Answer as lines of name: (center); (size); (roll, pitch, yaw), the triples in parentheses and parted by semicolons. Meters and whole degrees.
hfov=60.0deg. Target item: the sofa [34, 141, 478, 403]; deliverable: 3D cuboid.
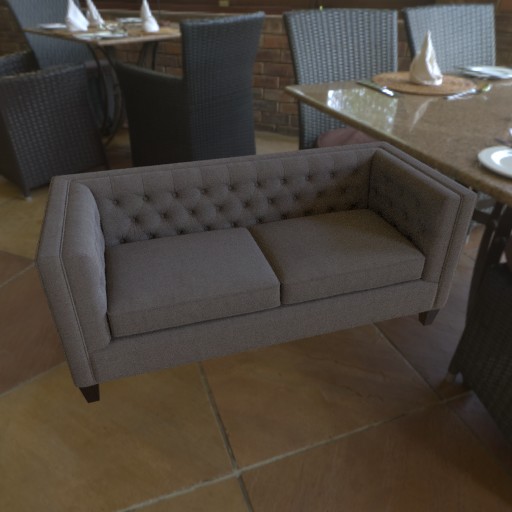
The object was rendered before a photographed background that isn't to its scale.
sofa: (0.000, 0.000, 2.194); (1.778, 0.762, 0.775); (-9, 34, -14)
